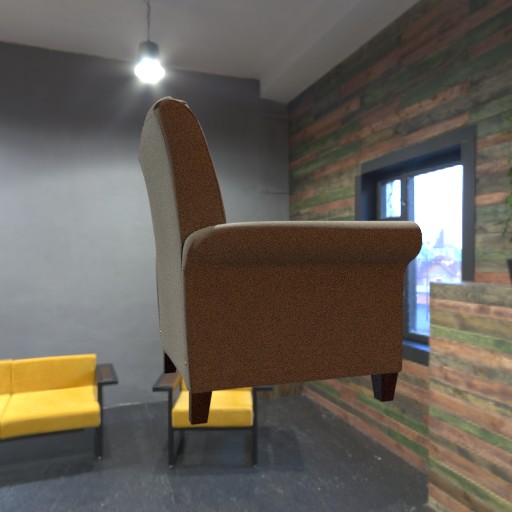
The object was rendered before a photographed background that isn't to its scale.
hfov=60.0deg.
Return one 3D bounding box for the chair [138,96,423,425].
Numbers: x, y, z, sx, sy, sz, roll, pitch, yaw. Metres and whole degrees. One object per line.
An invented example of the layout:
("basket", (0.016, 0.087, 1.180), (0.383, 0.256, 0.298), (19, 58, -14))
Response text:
("chair", (0.000, 0.000, 1.825), (0.905, 1.061, 0.978), (0, -1, -19))
